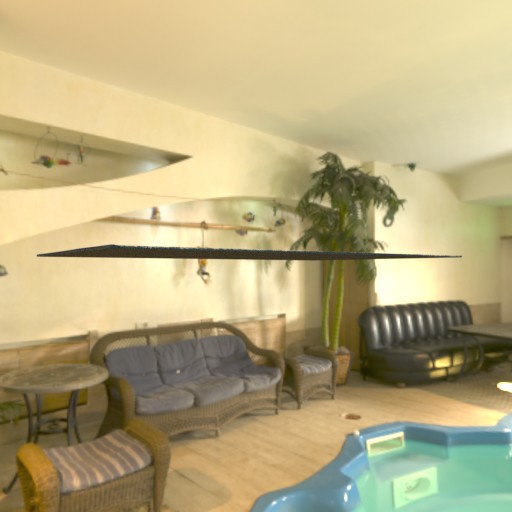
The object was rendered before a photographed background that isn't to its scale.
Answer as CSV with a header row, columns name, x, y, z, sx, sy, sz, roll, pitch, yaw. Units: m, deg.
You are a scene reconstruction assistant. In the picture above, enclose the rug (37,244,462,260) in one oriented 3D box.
name,x,y,z,sx,sy,sz,roll,pitch,yaw
rug,0.000,0.000,2.980,2.449,0.015,1.530,1,-2,-36
